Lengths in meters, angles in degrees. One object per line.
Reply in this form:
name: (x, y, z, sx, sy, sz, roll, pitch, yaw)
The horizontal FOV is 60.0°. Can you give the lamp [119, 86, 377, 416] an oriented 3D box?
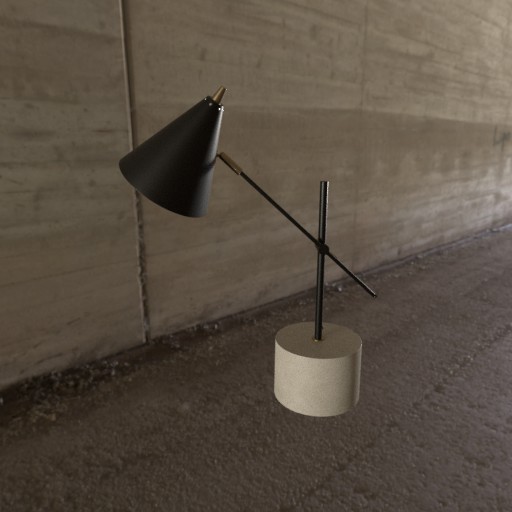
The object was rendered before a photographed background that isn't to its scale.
lamp: (0.000, 0.000, 0.731, 0.403, 0.518, 0.214, 3, 15, 10)
